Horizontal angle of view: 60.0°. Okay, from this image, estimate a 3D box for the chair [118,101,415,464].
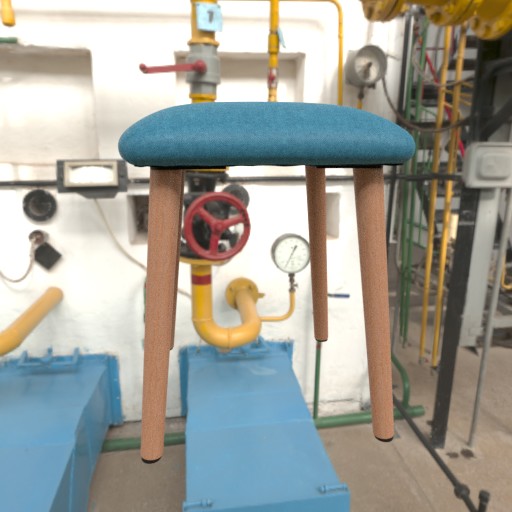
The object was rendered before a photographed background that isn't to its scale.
[{"bbox_3d":[0.000,0.000,0.695,0.360,0.450,0.360,-2,15,-7],"label":"chair"}]
